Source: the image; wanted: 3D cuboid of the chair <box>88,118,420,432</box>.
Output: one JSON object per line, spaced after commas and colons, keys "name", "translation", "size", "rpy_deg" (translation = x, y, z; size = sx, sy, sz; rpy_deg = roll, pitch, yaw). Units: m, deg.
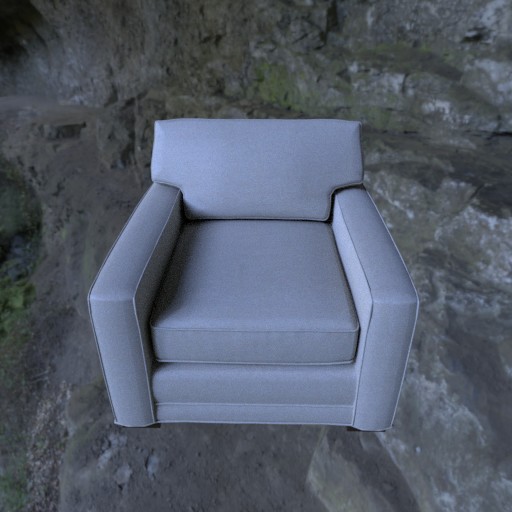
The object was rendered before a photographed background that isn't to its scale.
{"name": "chair", "translation": [0.000, 0.000, 1.801], "size": [0.998, 0.913, 1.043], "rpy_deg": [1, 31, 1]}
